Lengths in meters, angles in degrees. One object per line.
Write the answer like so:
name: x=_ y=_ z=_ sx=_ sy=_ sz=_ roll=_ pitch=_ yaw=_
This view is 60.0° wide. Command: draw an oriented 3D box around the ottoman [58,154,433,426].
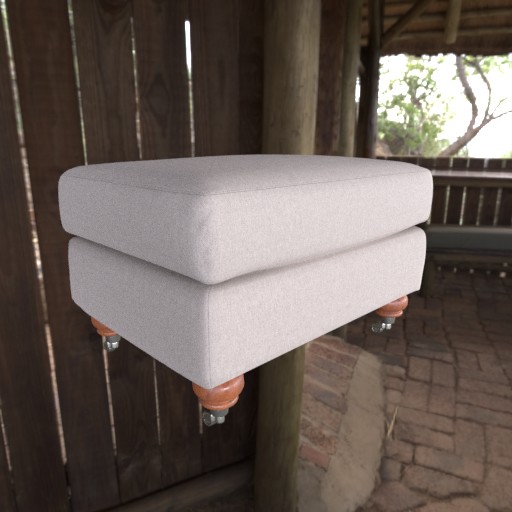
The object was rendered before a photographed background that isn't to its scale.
ottoman: x=0.000 y=0.000 z=1.124 sx=0.773 sy=0.497 sz=0.574 roll=-14 pitch=20 yaw=-42
